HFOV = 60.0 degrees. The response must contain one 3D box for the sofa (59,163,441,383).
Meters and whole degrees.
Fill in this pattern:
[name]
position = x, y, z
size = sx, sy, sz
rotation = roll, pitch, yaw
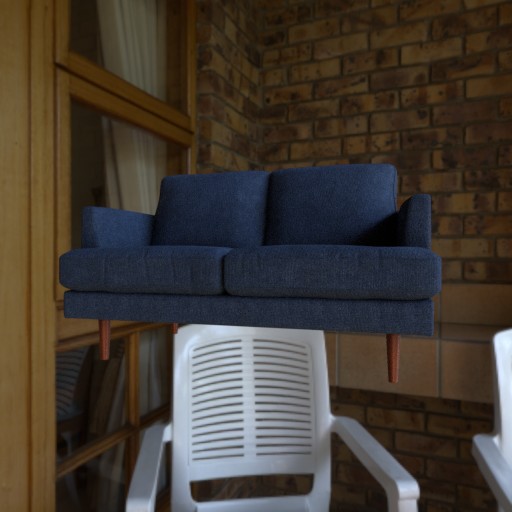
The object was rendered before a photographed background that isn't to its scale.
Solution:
[sofa]
position = 0.000, 0.000, 2.143
size = 1.582, 0.944, 0.903
rotation = 0, 0, 17
